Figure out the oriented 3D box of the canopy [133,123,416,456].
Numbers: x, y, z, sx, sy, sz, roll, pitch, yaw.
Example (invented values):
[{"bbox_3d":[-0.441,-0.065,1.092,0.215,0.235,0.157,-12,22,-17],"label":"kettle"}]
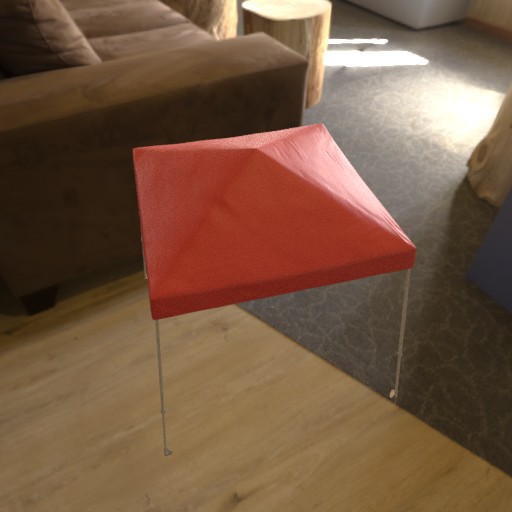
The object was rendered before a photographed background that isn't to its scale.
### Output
[{"bbox_3d":[0.000,0.000,6.541,3.599,3.600,3.600,-10,46,-10],"label":"canopy"}]
